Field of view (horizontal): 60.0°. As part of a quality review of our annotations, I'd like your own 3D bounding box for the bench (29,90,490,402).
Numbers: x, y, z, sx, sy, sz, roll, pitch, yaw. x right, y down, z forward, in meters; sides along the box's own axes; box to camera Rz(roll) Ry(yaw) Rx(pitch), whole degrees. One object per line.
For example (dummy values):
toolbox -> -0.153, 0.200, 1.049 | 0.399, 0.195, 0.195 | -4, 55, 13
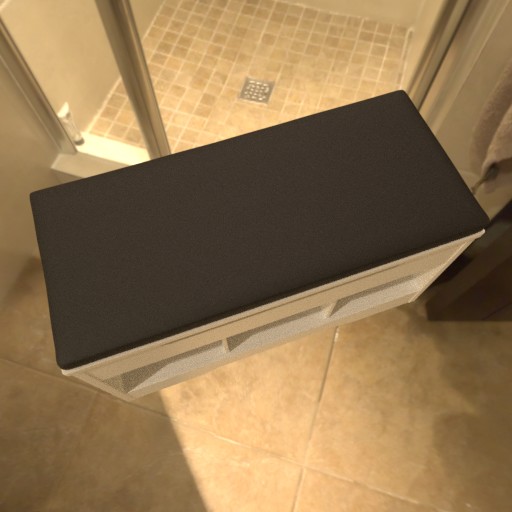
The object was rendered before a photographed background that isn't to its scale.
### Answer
bench -> 0.000, 0.000, 1.147 | 0.899, 0.500, 0.401 | -18, 66, -8
